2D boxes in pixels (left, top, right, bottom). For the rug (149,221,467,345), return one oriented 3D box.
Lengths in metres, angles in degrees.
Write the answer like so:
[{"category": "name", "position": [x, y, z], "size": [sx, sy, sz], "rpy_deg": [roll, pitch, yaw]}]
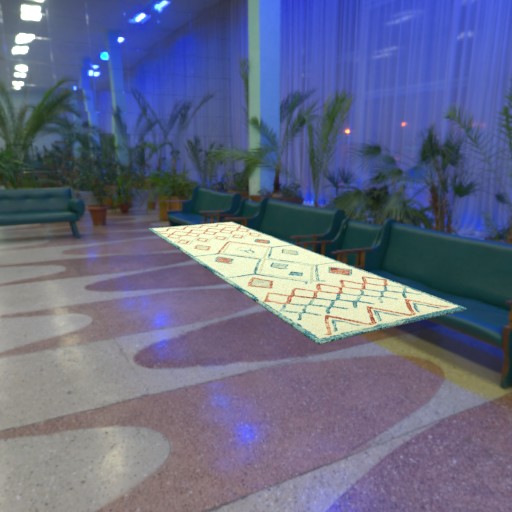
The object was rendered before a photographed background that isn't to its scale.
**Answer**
[{"category": "rug", "position": [0.000, 0.000, 2.741], "size": [0.750, 0.011, 2.435], "rpy_deg": [-7, 16, -26]}]
